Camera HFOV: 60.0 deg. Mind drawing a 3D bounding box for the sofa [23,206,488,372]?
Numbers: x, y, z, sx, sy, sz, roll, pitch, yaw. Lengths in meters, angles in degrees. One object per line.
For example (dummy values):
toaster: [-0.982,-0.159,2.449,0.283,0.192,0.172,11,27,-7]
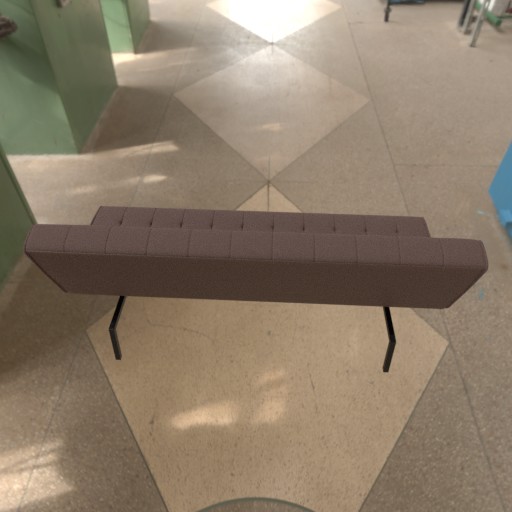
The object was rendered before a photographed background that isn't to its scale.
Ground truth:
sofa: [0.000,0.000,2.068,1.703,0.699,0.747,2,46,2]
